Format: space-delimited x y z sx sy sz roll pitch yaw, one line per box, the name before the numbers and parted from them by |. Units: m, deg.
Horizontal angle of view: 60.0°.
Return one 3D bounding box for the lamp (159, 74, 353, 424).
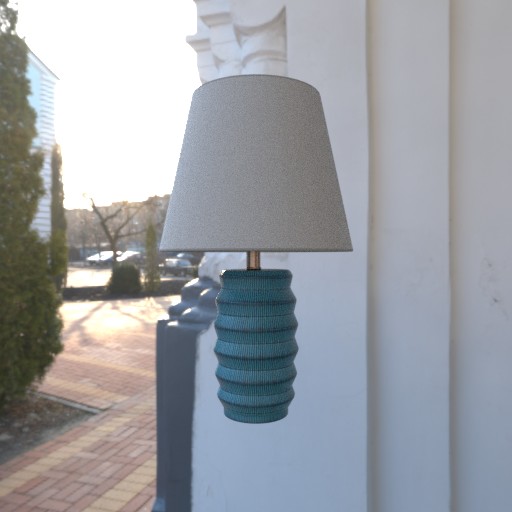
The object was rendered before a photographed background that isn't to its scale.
lamp | 0.000 0.000 0.828 0.355 0.582 0.355 0 0 0
